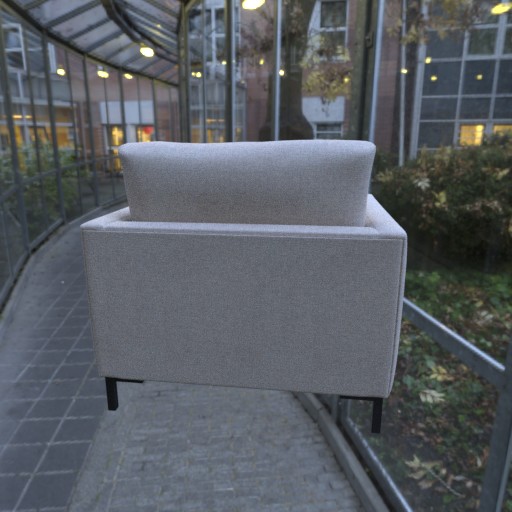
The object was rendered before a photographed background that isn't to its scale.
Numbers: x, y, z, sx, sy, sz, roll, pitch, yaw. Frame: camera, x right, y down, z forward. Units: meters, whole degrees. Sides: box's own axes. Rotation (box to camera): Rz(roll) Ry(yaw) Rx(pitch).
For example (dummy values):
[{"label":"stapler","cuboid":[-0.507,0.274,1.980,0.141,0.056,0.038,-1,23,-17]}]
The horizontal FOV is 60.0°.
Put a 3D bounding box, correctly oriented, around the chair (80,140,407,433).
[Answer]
[{"label":"chair","cuboid":[0.000,0.000,1.692,0.963,0.861,0.866,2,15,8]}]
